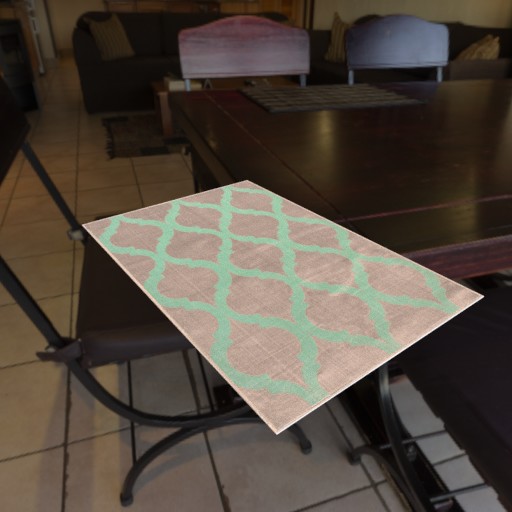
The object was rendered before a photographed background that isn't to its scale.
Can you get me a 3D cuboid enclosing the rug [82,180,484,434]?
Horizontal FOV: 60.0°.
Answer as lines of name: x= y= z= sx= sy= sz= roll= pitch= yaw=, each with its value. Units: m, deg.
rug: x=0.000 y=0.000 z=2.912 sx=1.524 sy=0.006 sz=2.286 roll=-21 pitch=37 yaw=-31
